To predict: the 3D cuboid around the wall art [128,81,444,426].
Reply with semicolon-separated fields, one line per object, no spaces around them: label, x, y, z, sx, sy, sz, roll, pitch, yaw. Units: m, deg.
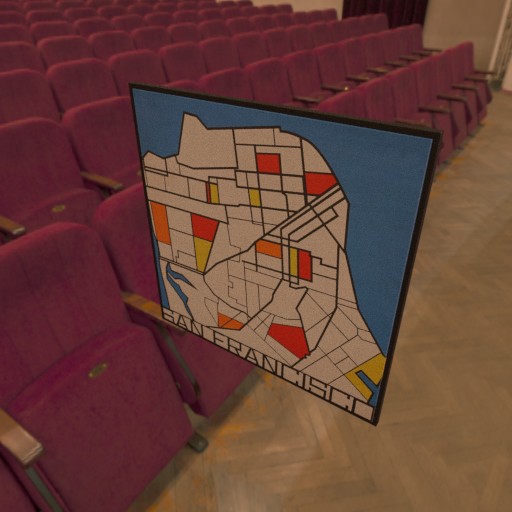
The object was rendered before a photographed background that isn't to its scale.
wall art;0.000;0.000;0.680;0.458;0.457;0.013;20;37;29
